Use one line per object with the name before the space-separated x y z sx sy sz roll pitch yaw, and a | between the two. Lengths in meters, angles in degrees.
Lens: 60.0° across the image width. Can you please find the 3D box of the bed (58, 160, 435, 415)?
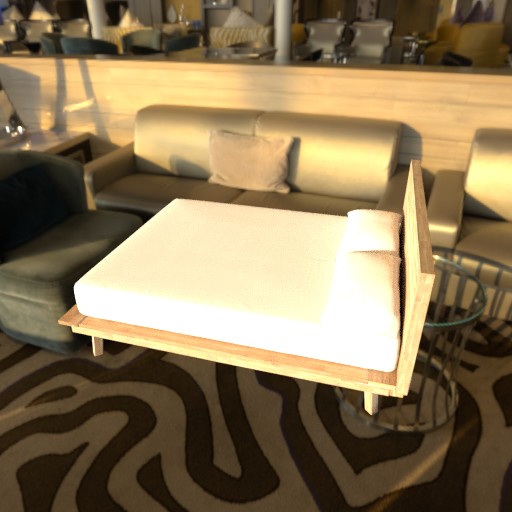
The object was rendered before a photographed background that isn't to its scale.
bed | 0.000 0.000 3.192 2.145 1.071 1.759 8 30 14
